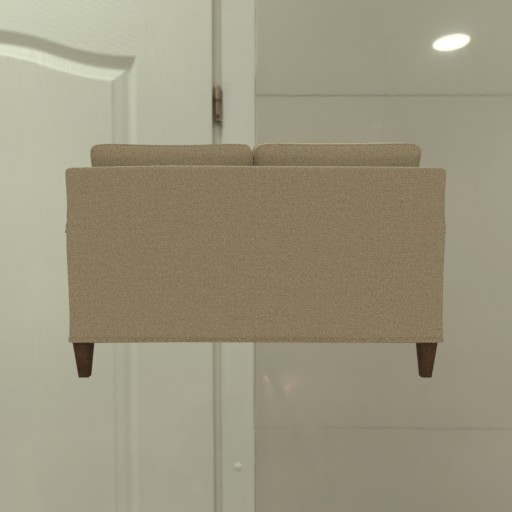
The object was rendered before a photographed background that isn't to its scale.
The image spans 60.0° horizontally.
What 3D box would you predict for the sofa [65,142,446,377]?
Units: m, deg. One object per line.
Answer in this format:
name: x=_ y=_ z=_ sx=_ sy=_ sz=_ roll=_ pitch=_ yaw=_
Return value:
sofa: x=0.000 y=0.000 z=2.273 sx=1.597 sy=1.003 sz=1.084 roll=0 pitch=1 yaw=0
